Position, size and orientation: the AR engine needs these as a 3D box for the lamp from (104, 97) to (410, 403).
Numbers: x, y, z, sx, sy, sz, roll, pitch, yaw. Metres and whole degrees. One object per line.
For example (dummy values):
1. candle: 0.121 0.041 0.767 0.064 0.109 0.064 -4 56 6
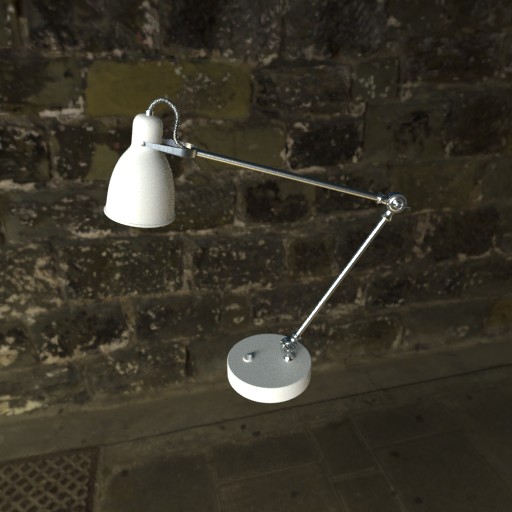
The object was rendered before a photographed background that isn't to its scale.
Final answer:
1. lamp: 0.000 0.000 0.871 0.561 0.587 0.187 0 26 0
